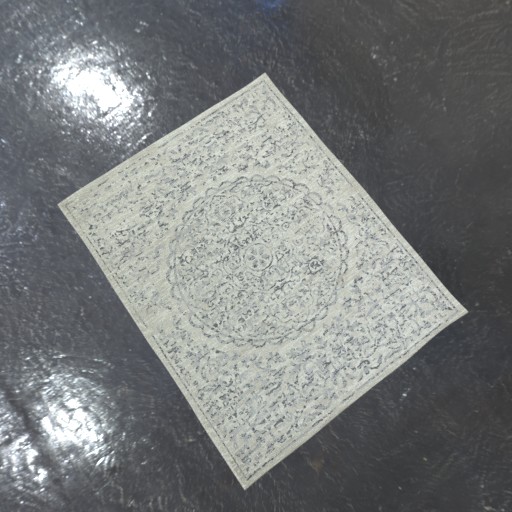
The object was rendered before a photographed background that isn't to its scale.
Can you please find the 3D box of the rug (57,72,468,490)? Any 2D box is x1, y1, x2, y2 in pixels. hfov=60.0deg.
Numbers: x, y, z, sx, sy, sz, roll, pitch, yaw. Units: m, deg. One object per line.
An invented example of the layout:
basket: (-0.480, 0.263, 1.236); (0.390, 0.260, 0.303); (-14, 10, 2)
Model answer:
rug: (0.000, 0.000, 3.891); (2.343, 0.026, 2.925); (-35, 78, -9)
